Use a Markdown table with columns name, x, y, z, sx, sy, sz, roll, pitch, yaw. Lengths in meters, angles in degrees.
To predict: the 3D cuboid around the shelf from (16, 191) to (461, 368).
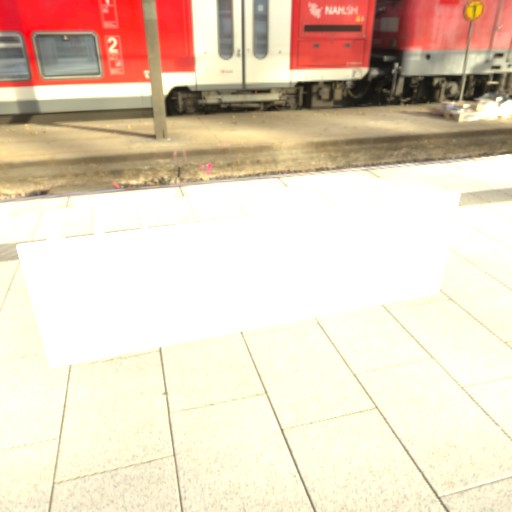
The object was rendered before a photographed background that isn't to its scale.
| name | x | y | z | sx | sy | sz | roll | pitch | yaw |
| --- | --- | --- | --- | --- | --- | --- | --- | --- | --- |
| shelf | 0.000 | 0.000 | 1.133 | 1.020 | 0.300 | 0.200 | -8 | 29 | -16 |
